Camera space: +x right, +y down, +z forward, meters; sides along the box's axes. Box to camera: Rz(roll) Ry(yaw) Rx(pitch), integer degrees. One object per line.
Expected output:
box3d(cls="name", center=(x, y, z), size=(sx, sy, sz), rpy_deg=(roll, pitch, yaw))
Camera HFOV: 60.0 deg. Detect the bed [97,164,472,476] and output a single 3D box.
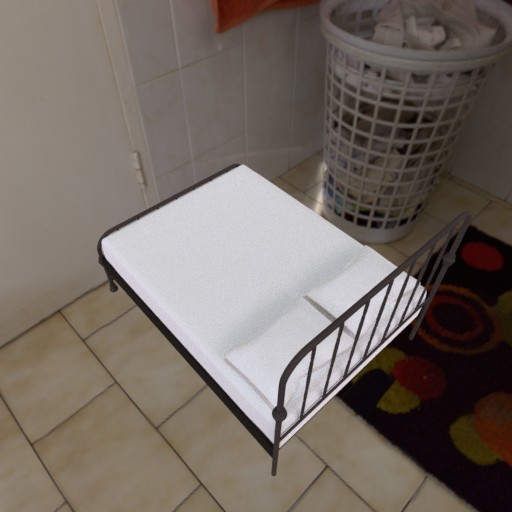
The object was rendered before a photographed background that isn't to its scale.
box3d(cls="bed", center=(0.000, 0.000, 3.241), size=(1.616, 1.446, 2.134), rpy_deg=(-34, 56, -27))
